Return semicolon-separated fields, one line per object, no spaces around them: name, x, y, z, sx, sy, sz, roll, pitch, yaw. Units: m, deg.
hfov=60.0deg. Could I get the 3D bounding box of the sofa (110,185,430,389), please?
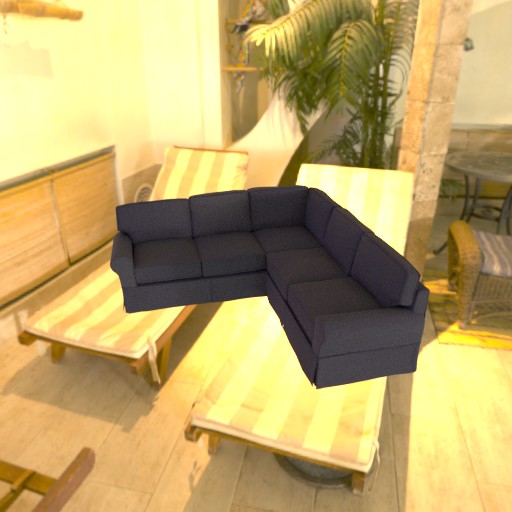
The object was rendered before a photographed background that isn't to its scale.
sofa;0.000;0.000;5.264;3.773;1.169;2.874;8;27;16
